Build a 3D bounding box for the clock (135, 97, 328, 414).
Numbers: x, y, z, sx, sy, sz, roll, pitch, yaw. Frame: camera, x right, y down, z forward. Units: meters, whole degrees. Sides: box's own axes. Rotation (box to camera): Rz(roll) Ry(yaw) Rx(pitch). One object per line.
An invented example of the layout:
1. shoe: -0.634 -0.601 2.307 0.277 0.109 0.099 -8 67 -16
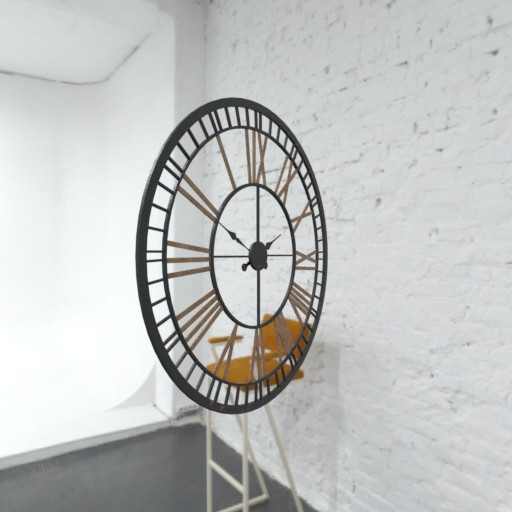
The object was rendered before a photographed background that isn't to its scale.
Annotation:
1. clock: 0.000 0.000 1.234 0.025 0.843 0.843 0 0 36
